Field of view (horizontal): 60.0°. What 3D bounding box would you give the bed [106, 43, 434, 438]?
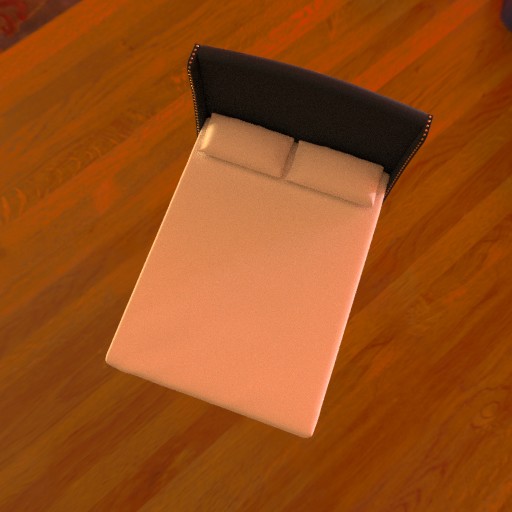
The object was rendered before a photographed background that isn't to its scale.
[{"bbox_3d":[0.000,0.000,3.179,1.604,1.402,2.223,19,77,5],"label":"bed"}]
